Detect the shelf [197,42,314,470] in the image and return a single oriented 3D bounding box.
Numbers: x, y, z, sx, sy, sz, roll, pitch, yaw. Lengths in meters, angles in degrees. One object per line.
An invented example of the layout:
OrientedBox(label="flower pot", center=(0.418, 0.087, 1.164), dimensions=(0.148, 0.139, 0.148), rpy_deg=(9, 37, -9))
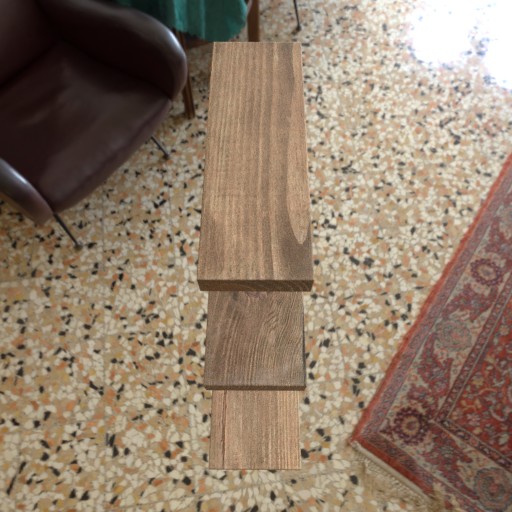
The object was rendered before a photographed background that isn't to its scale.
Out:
OrientedBox(label="shelf", center=(0.000, 0.000, 0.701), dimensions=(0.140, 0.293, 0.610), rpy_deg=(0, 65, 0))
